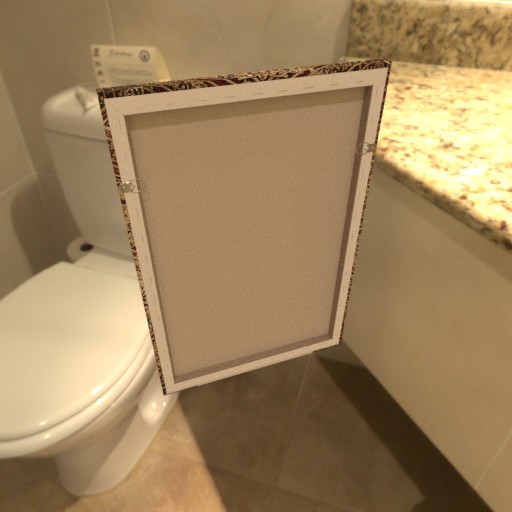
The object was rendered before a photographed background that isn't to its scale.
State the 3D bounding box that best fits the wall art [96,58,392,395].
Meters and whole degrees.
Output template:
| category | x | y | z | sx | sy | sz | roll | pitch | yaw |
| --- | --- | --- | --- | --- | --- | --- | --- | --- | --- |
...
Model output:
| category | x | y | z | sx | sy | sz | roll | pitch | yaw |
| --- | --- | --- | --- | --- | --- | --- | --- | --- | --- |
| wall art | 0.000 | 0.000 | 0.758 | 0.397 | 0.599 | 0.020 | -12 | 40 | -15 |
